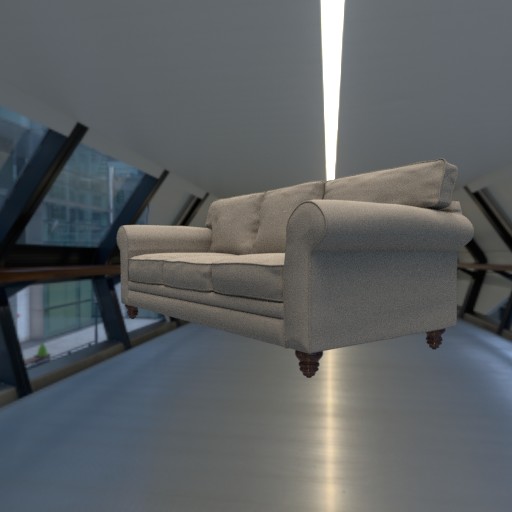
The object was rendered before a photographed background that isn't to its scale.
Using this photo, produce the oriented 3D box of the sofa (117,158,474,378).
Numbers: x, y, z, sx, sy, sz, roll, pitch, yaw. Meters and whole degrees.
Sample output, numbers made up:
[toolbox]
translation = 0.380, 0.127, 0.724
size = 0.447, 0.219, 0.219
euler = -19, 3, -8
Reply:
[sofa]
translation = 0.000, 0.000, 2.612
size = 0.998, 0.889, 2.118
euler = 0, 1, -36
